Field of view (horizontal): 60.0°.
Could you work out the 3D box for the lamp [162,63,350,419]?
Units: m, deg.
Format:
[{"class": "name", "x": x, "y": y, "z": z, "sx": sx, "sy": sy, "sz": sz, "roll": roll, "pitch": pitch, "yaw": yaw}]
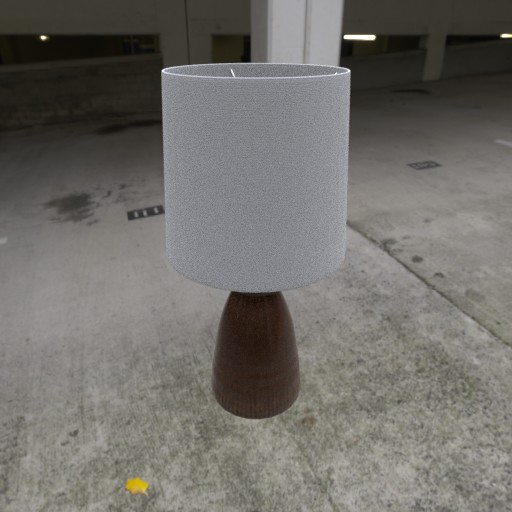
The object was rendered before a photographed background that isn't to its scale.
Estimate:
[{"class": "lamp", "x": 0.000, "y": 0.000, "z": 0.474, "sx": 0.186, "sy": 0.369, "sz": 0.186, "roll": 0, "pitch": 27, "yaw": 0}]
